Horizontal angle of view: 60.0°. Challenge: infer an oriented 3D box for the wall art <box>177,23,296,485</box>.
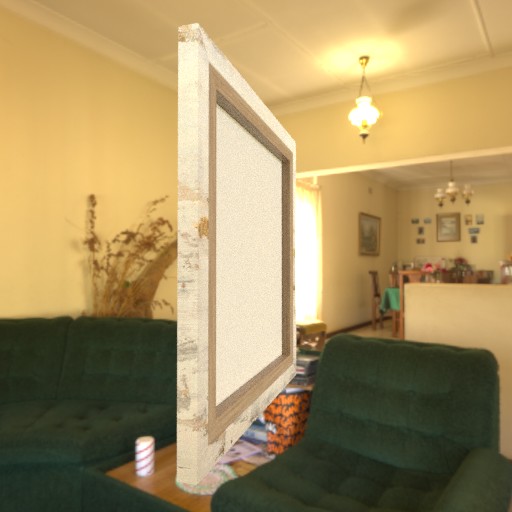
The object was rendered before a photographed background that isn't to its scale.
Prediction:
[{"bbox_3d":[0.000,0.000,1.087,0.038,0.755,0.753,0,-1,17],"label":"wall art"}]
